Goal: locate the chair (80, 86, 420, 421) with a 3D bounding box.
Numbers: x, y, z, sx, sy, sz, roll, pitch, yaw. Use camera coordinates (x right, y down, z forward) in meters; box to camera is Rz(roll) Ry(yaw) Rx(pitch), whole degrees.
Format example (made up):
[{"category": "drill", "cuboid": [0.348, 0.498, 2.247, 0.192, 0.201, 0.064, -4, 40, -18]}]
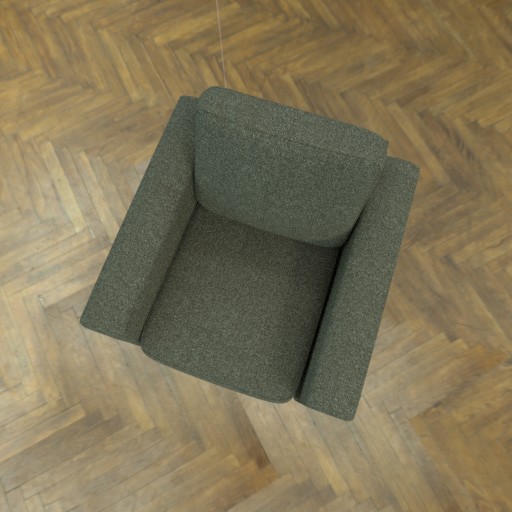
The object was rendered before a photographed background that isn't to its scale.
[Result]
[{"category": "chair", "cuboid": [0.000, 0.000, 1.732, 1.005, 0.873, 1.016, 18, 75, 5]}]
